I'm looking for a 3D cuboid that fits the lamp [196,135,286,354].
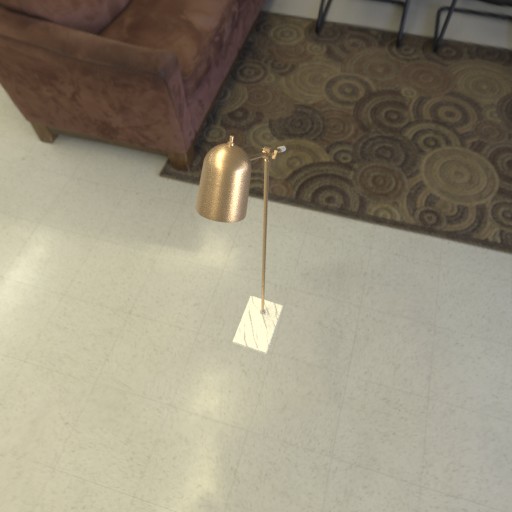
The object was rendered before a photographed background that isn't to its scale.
[{"bbox_3d":[0.000,0.000,1.796,0.194,1.594,0.653,16,60,10],"label":"lamp"}]
